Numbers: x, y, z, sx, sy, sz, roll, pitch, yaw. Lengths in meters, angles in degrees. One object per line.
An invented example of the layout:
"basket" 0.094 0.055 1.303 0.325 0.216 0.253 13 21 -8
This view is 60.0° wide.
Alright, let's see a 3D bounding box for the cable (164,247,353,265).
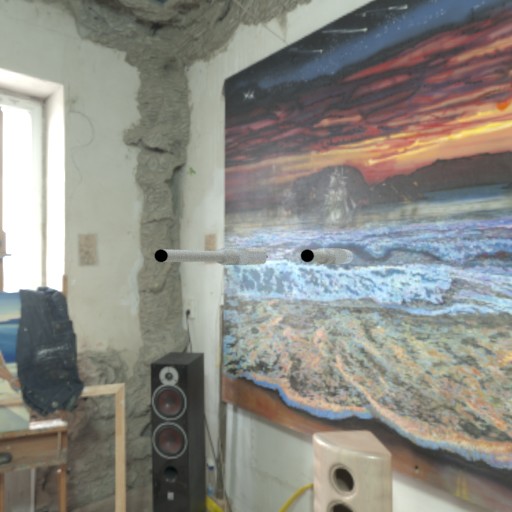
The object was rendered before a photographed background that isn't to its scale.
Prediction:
"cable" 0.000 0.000 0.113 0.040 0.006 0.098 0 0 18
